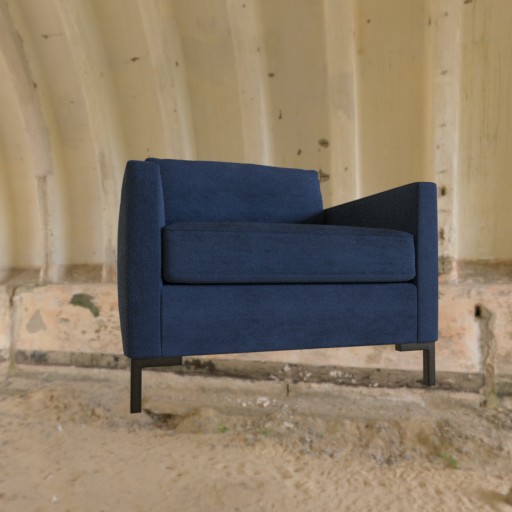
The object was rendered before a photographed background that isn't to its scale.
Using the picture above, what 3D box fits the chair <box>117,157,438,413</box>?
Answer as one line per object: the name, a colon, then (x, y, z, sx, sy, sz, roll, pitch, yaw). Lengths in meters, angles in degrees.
chair: (0.000, 0.000, 1.617, 0.964, 0.812, 0.875, 1, -2, -18)
